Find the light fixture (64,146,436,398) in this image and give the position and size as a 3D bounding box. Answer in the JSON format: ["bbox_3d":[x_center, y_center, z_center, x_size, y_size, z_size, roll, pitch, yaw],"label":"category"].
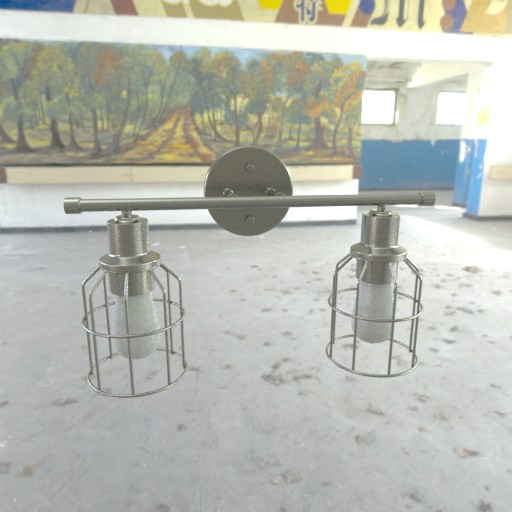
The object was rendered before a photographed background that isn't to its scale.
[{"bbox_3d":[0.000,0.000,0.531,0.406,0.254,0.165,-2,15,-8],"label":"light fixture"}]
